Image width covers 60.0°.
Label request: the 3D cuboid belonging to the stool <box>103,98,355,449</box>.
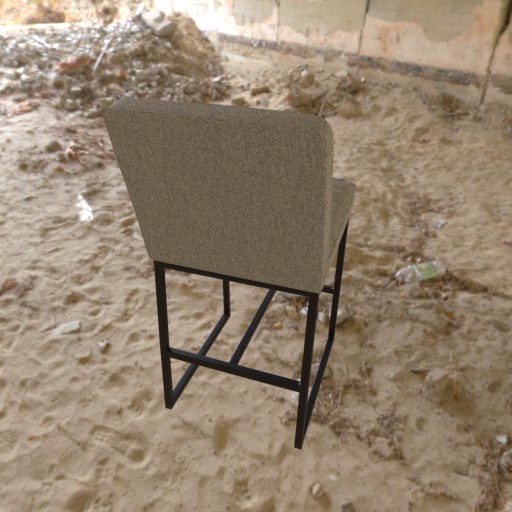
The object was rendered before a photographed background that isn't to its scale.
[{"bbox_3d":[0.000,0.000,1.265,0.460,0.940,0.560,11,33,17],"label":"stool"}]
